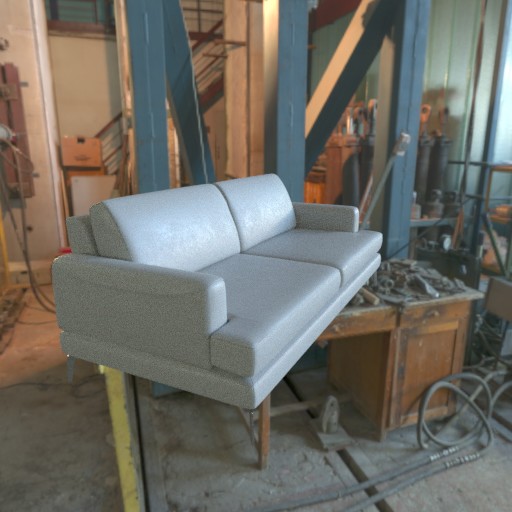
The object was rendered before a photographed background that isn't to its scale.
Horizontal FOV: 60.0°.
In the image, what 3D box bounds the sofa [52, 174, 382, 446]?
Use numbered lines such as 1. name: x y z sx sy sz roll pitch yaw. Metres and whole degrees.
1. sofa: 0.000 0.000 2.403 0.974 0.765 1.940 7 16 26
